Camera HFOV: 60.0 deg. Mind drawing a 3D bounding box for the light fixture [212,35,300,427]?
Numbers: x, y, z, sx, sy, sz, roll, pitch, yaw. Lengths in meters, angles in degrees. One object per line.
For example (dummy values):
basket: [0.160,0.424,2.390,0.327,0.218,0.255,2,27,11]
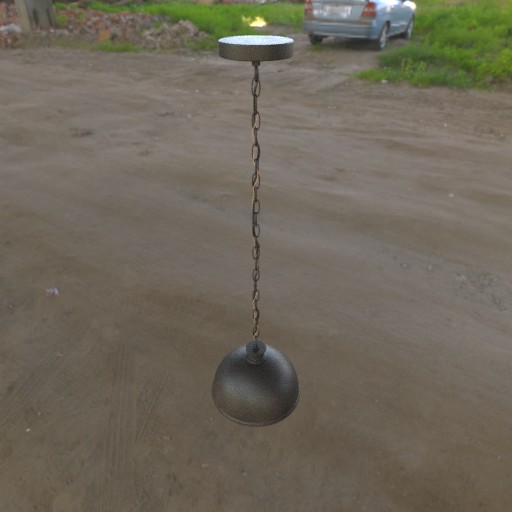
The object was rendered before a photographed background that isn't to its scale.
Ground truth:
light fixture: [0.000,0.000,1.236,0.304,1.090,0.304,-2,33,-2]
